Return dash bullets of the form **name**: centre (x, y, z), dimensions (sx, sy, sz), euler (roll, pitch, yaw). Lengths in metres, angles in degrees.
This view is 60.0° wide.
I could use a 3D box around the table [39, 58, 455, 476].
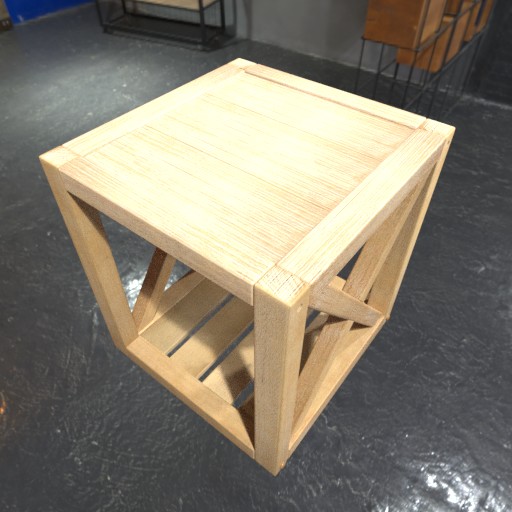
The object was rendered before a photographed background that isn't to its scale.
- **table**: centre (0.000, 0.000, 1.037), dimensions (0.558, 0.610, 0.559), euler (29, 52, 26)
